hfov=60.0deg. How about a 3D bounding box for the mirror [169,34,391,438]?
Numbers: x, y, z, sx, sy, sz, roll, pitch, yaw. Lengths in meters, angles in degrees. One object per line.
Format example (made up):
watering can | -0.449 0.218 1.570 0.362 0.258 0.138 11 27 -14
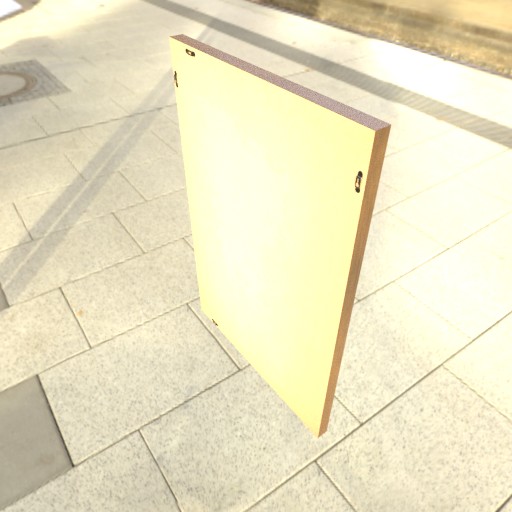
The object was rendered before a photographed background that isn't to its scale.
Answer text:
mirror | 0.000 0.000 1.130 0.040 0.915 0.609 -27 48 -27
